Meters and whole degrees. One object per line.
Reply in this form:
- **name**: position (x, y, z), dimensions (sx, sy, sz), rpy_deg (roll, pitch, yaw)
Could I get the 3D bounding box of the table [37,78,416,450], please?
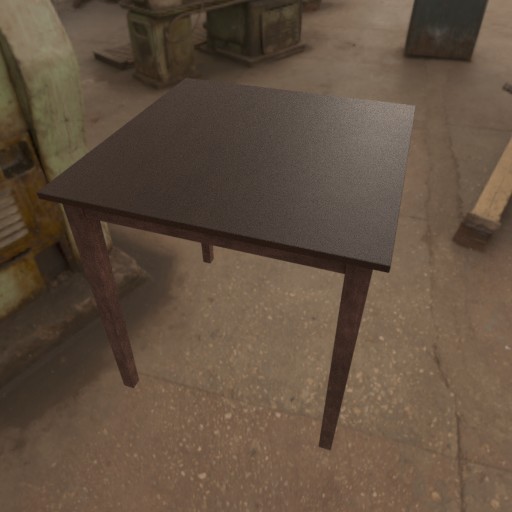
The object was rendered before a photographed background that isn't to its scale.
- **table**: position (0.000, 0.000, 1.386), dimensions (0.749, 0.770, 0.749), rpy_deg (12, 42, 14)
